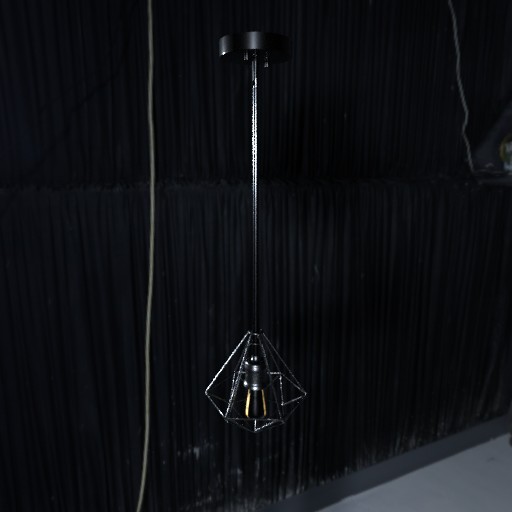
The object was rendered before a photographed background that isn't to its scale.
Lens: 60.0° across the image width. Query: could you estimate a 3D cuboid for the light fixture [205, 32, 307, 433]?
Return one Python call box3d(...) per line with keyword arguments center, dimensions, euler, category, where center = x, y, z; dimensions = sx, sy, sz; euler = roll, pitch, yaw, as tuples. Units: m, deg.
box3d(center=(0.000, 0.000, 1.975), dimensions=(0.431, 1.764, 0.487), euler=(-6, 14, -26), category="light fixture")
